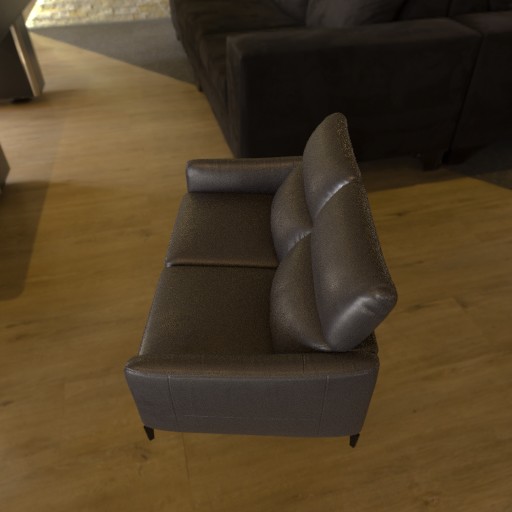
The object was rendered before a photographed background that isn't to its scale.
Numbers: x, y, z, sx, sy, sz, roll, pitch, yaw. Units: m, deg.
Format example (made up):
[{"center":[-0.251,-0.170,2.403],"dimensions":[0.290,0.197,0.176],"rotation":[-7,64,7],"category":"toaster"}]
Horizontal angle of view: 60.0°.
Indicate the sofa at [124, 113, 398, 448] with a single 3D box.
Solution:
[{"center":[0.000,0.000,2.195],"dimensions":[0.958,0.920,1.596],"rotation":[1,41,1],"category":"sofa"}]
